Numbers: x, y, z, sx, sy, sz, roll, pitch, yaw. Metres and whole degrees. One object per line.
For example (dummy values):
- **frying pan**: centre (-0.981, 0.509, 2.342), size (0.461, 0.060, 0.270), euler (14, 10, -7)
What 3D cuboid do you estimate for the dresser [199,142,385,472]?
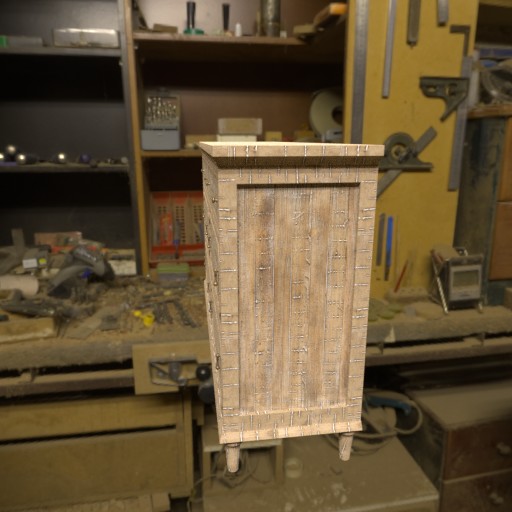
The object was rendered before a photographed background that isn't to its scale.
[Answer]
- **dresser**: centre (0.000, 0.000, 2.055), size (0.457, 1.016, 1.626), euler (-2, 15, -8)
